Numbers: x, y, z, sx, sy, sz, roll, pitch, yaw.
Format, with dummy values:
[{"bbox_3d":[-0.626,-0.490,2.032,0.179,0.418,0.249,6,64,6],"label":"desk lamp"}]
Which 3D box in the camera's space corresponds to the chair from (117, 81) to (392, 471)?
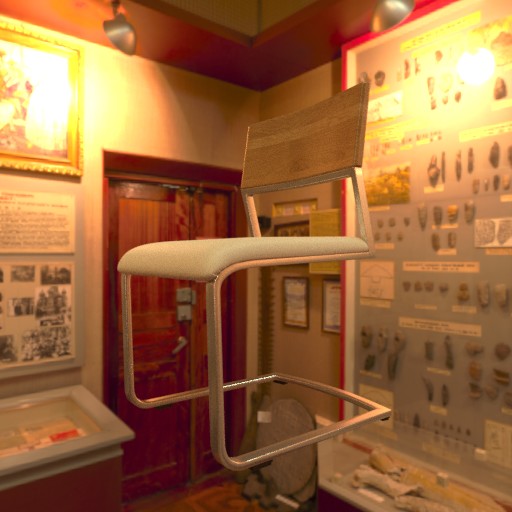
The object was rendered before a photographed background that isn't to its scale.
[{"bbox_3d":[0.000,0.000,1.159,0.585,0.844,0.467,0,0,-38],"label":"chair"}]
